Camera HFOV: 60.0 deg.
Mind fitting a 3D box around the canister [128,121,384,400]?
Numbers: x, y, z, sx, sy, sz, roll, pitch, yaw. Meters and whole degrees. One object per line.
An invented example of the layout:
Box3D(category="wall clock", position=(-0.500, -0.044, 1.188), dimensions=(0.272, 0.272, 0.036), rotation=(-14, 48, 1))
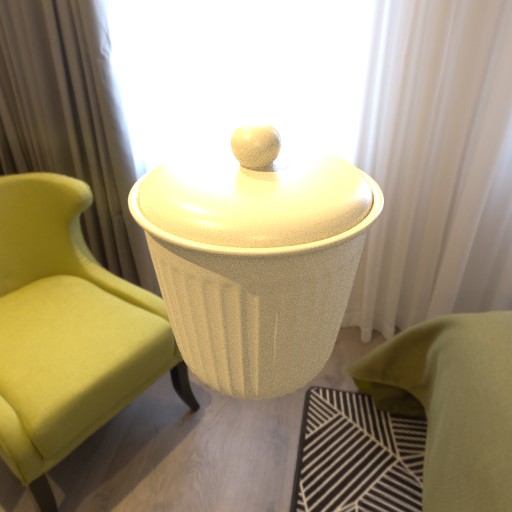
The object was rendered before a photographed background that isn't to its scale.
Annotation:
Box3D(category="canister", position=(0.000, 0.000, 0.353), dimensions=(0.181, 0.211, 0.181), rotation=(0, 32, 0))
